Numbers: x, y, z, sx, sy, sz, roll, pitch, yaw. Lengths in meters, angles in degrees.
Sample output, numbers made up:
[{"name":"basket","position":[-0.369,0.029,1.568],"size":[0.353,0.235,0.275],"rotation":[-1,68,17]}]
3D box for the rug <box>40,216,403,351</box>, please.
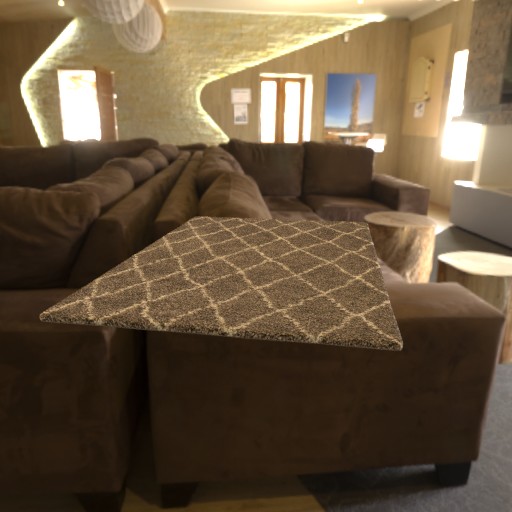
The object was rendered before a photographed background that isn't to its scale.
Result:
[{"name":"rug","position":[0.000,0.000,2.272],"size":[1.219,0.030,1.778],"rotation":[3,17,10]}]
